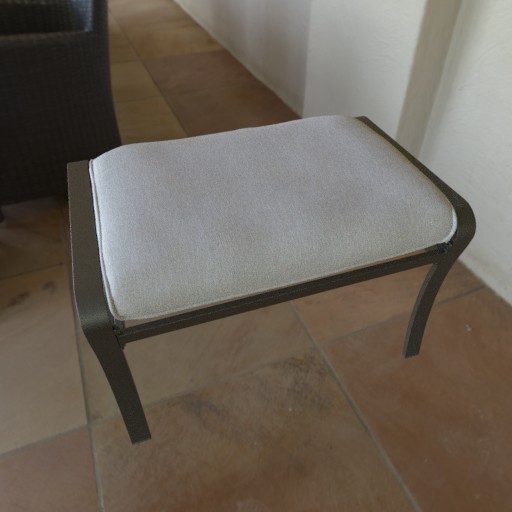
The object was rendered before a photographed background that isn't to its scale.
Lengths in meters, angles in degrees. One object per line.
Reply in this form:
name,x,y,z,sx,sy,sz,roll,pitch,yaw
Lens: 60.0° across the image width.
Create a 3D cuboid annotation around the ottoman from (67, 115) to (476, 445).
ottoman,0.000,0.000,0.874,0.610,0.422,0.406,-13,44,-14
